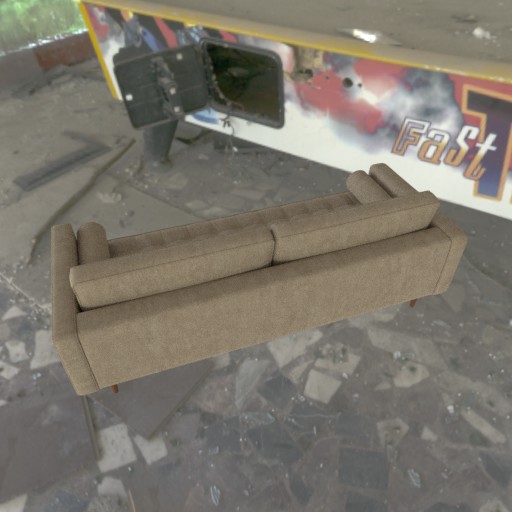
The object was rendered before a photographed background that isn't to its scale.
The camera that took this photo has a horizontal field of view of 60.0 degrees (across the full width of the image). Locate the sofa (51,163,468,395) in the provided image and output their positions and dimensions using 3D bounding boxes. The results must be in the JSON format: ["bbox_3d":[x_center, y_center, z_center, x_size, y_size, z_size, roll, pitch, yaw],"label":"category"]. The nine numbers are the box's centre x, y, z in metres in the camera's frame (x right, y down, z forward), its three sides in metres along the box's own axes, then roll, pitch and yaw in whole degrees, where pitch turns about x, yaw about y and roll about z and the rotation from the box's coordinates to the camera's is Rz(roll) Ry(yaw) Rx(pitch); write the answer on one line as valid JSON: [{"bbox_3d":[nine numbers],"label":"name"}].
[{"bbox_3d":[0.000,0.000,2.616,2.200,0.770,0.919,-13,43,-14],"label":"sofa"}]
